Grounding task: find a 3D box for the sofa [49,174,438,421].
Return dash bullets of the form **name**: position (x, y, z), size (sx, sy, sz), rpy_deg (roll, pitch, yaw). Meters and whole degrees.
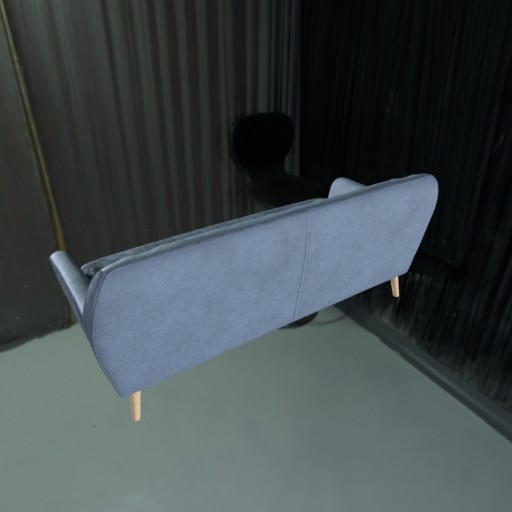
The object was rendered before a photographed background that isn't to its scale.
- **sofa**: position (0.000, 0.000, 2.454), size (1.975, 0.832, 0.841), rpy_deg (-18, 35, -29)
